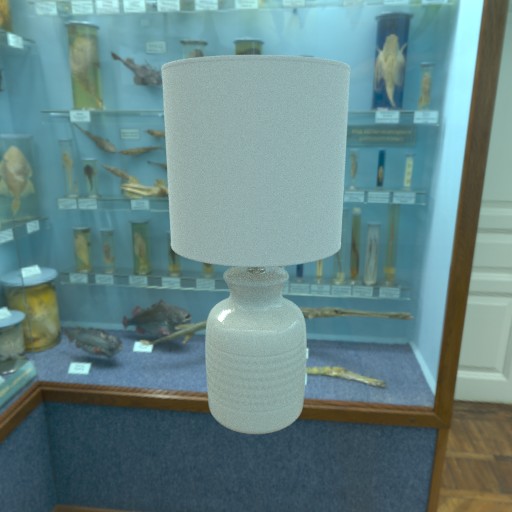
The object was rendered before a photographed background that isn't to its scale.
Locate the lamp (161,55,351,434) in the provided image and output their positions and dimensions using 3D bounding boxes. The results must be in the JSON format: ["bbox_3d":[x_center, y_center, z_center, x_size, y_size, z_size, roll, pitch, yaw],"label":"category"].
[{"bbox_3d":[0.000,0.000,0.503,0.188,0.392,0.188,2,16,8],"label":"lamp"}]
